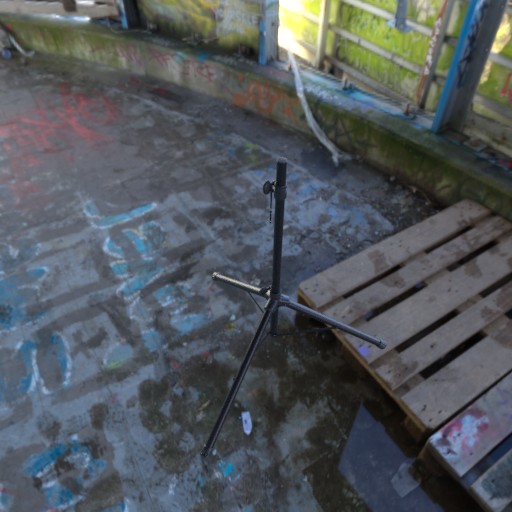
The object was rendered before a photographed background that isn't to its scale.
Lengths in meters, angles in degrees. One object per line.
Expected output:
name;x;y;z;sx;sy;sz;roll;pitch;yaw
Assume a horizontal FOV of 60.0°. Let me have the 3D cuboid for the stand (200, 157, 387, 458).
stand;0.000;0.000;1.905;1.045;1.136;0.907;-23;50;-21
